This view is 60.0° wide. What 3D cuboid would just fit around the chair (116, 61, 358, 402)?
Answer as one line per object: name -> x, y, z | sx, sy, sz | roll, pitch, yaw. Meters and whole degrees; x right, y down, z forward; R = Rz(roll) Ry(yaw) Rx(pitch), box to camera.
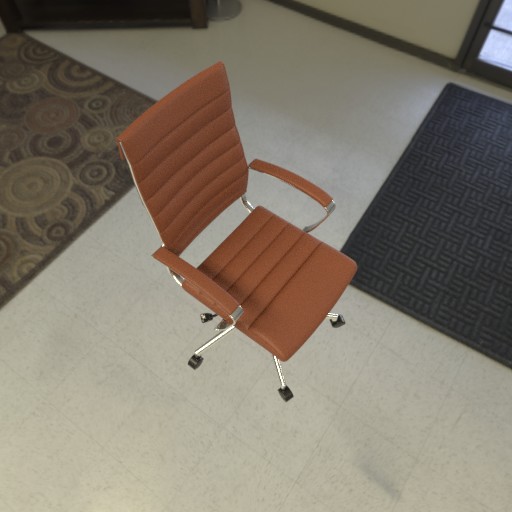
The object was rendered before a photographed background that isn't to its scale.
chair -> 0.000, 0.000, 1.685 | 0.739, 1.149, 0.766 | 34, 64, 19
